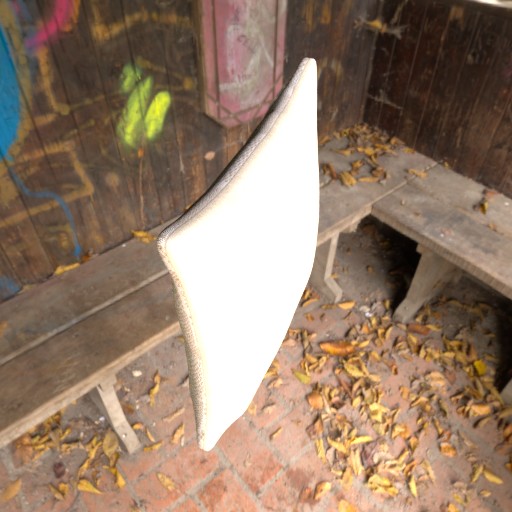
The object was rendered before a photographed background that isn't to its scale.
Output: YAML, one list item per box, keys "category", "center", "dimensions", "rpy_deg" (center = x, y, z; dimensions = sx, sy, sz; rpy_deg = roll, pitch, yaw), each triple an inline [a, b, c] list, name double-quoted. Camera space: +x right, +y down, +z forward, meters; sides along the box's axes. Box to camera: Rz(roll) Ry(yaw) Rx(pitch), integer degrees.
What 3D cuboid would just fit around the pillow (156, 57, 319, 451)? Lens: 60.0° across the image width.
- category: "pillow"
  center: [0.000, 0.000, 0.662]
  dimensions: [0.138, 0.432, 0.436]
  rpy_deg: [15, 46, 15]
